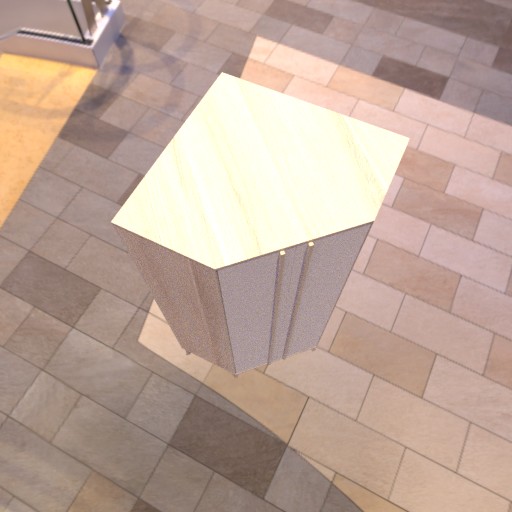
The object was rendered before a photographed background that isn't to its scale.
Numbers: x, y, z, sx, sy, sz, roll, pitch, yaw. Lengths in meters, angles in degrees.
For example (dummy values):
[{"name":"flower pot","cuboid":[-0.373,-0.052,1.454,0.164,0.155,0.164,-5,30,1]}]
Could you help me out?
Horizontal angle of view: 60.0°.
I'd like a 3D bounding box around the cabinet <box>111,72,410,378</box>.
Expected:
[{"name":"cabinet","cuboid":[0.000,0.000,2.719,1.272,1.957,0.969,-17,64,-8]}]
